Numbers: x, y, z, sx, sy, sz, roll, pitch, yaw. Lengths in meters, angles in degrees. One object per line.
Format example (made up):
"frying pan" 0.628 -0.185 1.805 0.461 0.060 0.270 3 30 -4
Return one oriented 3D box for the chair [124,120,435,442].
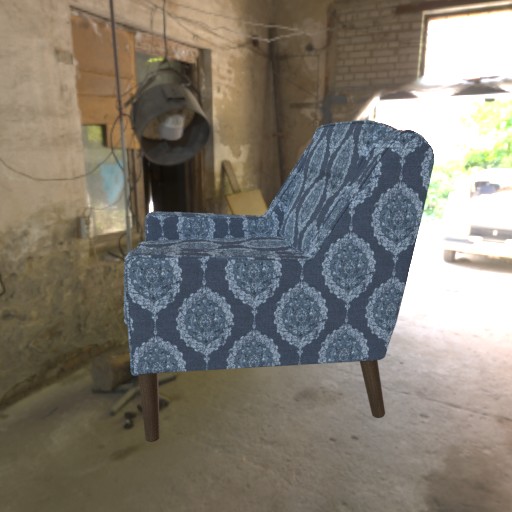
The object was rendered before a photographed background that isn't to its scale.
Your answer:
"chair" 0.000 0.000 1.361 0.743 0.792 0.663 -2 15 -9
